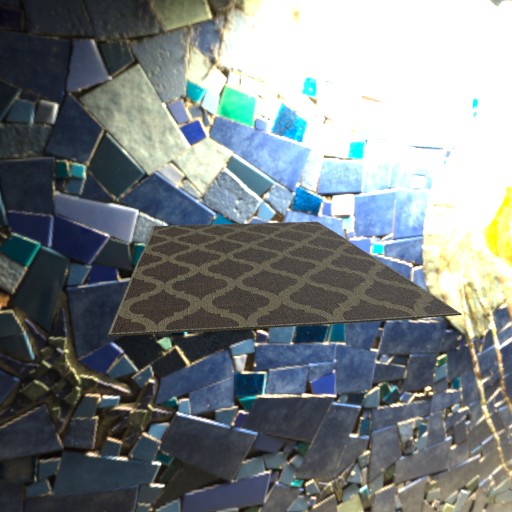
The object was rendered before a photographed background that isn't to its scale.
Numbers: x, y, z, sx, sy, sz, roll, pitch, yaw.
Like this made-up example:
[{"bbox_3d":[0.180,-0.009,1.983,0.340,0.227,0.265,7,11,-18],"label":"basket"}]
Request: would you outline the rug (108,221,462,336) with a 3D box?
[{"bbox_3d":[0.000,0.000,2.935,1.522,0.008,2.284,-2,15,-8],"label":"rug"}]
